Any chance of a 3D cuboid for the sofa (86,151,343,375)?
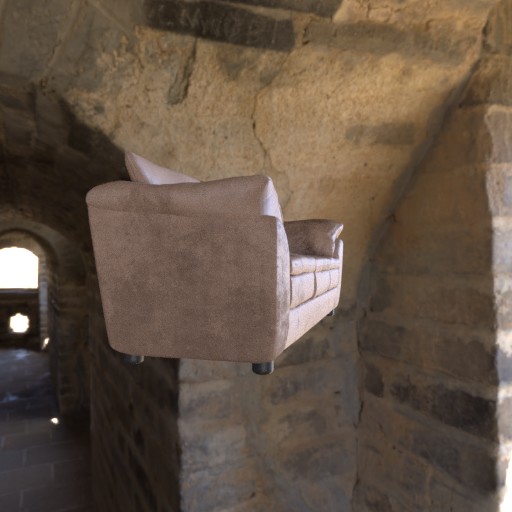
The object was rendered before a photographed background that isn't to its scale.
[{"bbox_3d":[0.000,0.000,2.867,0.893,0.981,2.377,0,0,17],"label":"sofa"}]
